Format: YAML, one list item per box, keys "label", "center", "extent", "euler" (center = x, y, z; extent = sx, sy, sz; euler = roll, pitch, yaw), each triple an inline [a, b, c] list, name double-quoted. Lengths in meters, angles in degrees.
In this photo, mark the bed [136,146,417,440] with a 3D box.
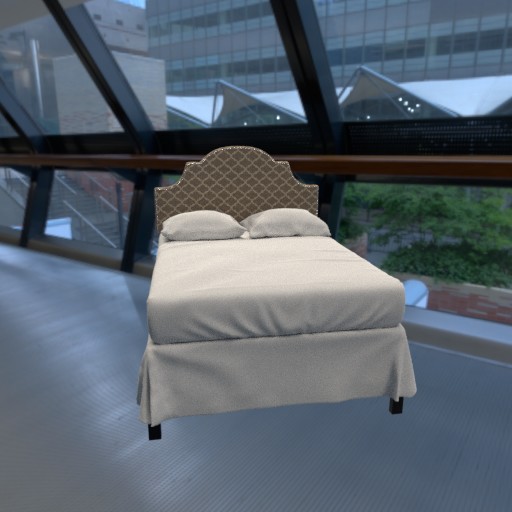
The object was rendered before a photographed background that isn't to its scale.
- label: "bed"
  center: [0.000, 0.000, 3.440]
  extent: [1.780, 1.633, 2.222]
  euler: [-2, 15, -9]
